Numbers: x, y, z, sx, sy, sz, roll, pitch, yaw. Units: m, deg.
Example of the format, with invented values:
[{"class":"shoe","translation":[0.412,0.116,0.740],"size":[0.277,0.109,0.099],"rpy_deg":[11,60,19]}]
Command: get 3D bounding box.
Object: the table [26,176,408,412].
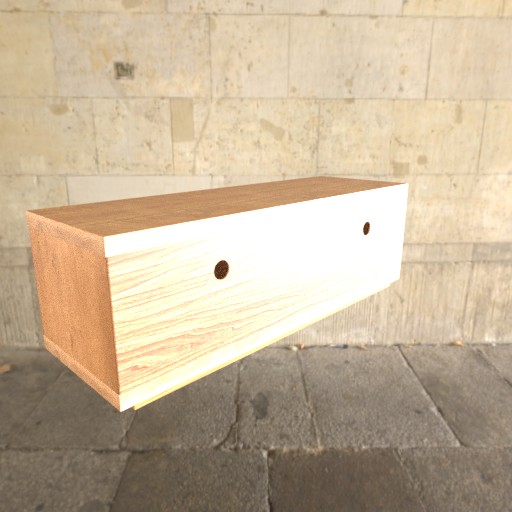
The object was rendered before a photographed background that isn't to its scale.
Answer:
[{"class":"table","translation":[0.000,0.000,1.764],"size":[0.499,0.491,1.499],"rpy_deg":[15,22,42]}]
